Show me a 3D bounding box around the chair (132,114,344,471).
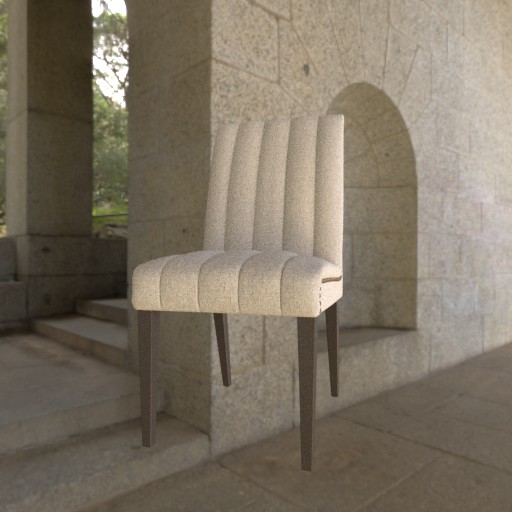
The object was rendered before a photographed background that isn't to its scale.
[{"bbox_3d":[0.000,0.000,1.379,0.511,1.016,0.647,0,0,17],"label":"chair"}]
